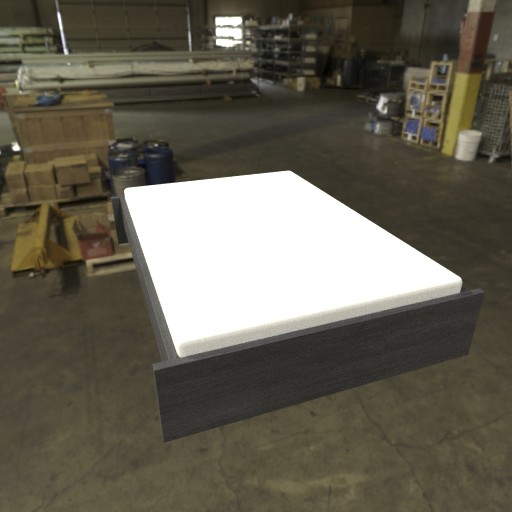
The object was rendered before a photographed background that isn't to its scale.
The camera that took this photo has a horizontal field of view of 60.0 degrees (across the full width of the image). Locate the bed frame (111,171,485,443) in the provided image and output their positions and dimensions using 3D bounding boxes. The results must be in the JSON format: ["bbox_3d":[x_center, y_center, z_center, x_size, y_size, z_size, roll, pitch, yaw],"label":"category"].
[{"bbox_3d":[0.000,0.000,2.658,1.490,0.432,1.950,-10,28,-18],"label":"bed frame"}]
